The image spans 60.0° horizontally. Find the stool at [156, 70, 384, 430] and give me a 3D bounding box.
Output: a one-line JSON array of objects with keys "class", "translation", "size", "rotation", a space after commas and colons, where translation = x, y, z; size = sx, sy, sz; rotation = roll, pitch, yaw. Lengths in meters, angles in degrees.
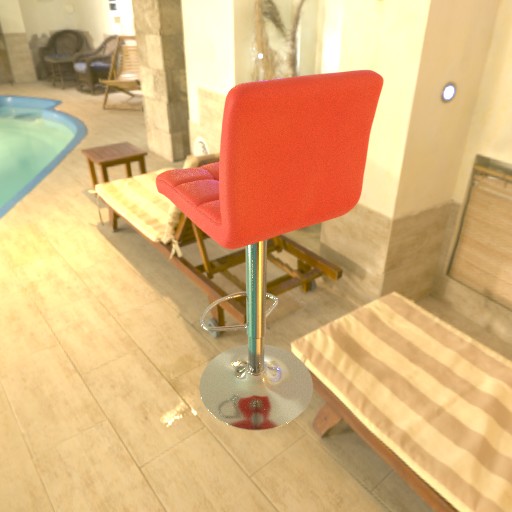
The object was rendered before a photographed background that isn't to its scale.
[{"class": "stool", "translation": [0.000, 0.000, 1.388], "size": [0.430, 1.115, 0.505], "rotation": [-18, 35, -28]}]
